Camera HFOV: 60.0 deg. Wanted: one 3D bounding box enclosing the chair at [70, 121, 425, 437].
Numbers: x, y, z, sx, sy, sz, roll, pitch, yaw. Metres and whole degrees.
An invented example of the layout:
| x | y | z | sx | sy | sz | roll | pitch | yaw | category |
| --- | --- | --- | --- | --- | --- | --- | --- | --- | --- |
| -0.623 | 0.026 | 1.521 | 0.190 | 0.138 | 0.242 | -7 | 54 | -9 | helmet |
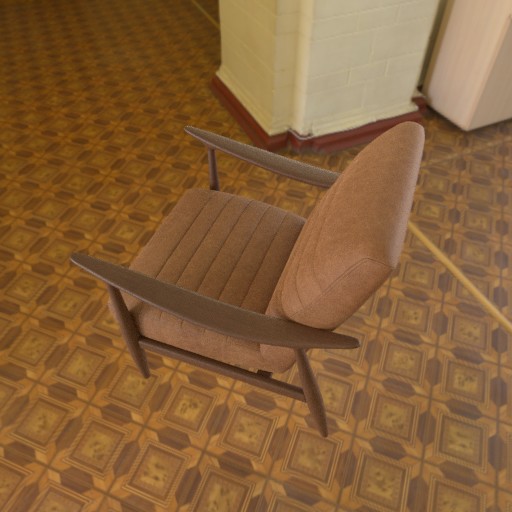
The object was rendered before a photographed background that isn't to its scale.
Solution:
| x | y | z | sx | sy | sz | roll | pitch | yaw | category |
| --- | --- | --- | --- | --- | --- | --- | --- | --- | --- |
| 0.000 | 0.000 | 1.419 | 0.798 | 0.832 | 0.741 | 16 | 50 | 14 | chair |
